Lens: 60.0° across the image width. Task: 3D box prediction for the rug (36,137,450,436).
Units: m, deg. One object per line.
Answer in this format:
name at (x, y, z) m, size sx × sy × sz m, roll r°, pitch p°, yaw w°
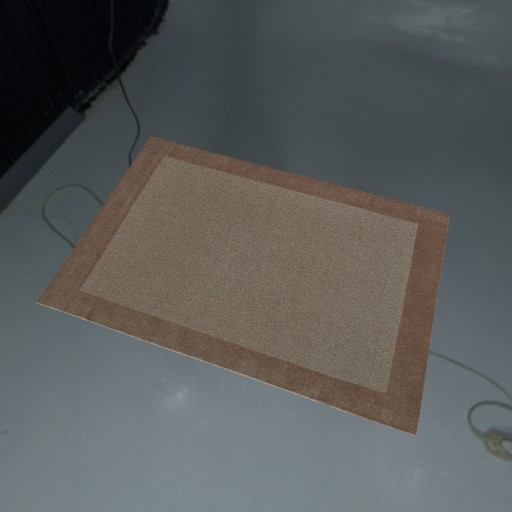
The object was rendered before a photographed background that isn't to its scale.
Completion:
rug at (0.000, 0.000, 2.292) m, size 1.829 × 0.014 × 1.219 m, roll 17°, pitch 59°, yaw 10°
